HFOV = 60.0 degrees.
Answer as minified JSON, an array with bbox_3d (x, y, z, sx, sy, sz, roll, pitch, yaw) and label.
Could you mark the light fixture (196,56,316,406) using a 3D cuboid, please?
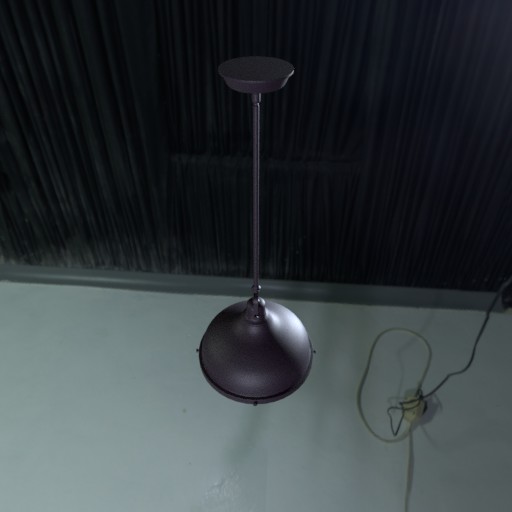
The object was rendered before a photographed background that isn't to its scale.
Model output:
[{"bbox_3d":[0.000,0.000,1.036,0.341,0.849,0.341,0,40,0],"label":"light fixture"}]
